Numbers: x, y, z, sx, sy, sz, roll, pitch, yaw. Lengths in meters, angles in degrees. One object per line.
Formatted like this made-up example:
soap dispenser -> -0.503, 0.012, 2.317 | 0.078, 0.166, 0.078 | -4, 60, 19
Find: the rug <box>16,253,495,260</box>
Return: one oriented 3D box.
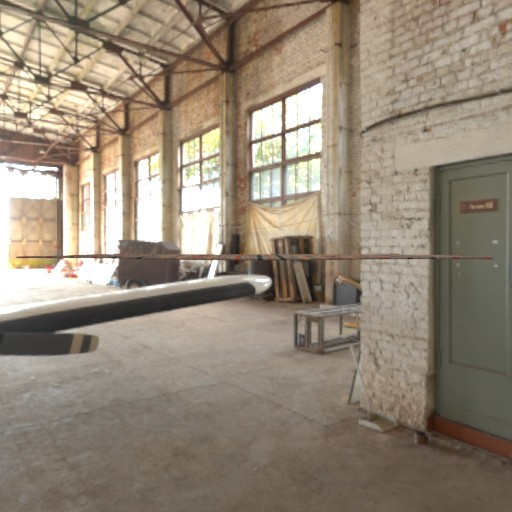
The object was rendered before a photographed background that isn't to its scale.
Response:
rug -> 0.000, 0.000, 2.300 | 1.835, 0.017, 1.220 | 0, 1, 1
